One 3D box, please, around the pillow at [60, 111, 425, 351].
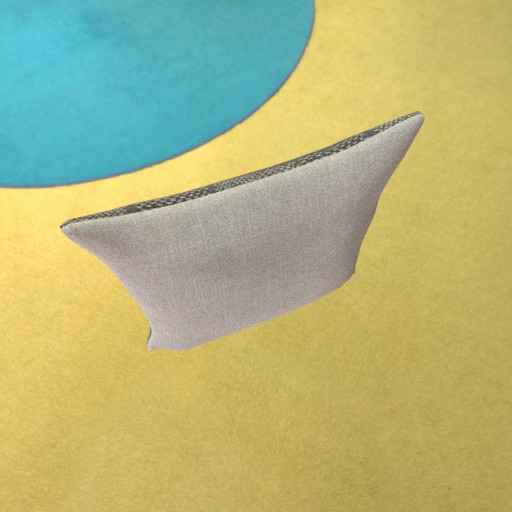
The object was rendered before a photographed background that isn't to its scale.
[{"bbox_3d":[0.000,0.000,0.680,0.435,0.432,0.138,-19,62,-11],"label":"pillow"}]
